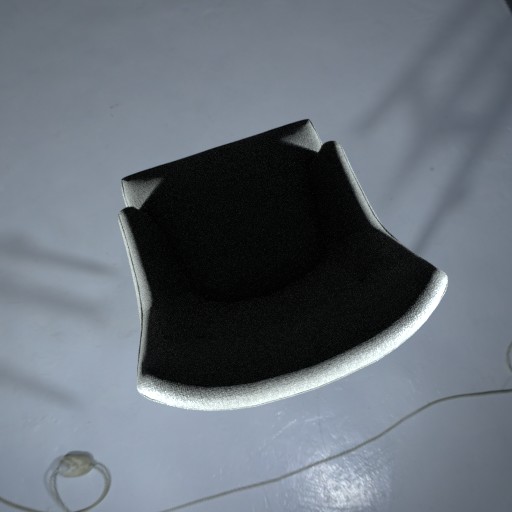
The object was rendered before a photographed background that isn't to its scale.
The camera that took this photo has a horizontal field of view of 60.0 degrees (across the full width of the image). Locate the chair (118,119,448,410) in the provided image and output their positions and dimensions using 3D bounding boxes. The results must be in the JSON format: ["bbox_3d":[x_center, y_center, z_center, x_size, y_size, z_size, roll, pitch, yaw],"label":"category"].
[{"bbox_3d":[0.000,0.000,1.573,0.864,0.856,0.923,-19,76,-5],"label":"chair"}]
